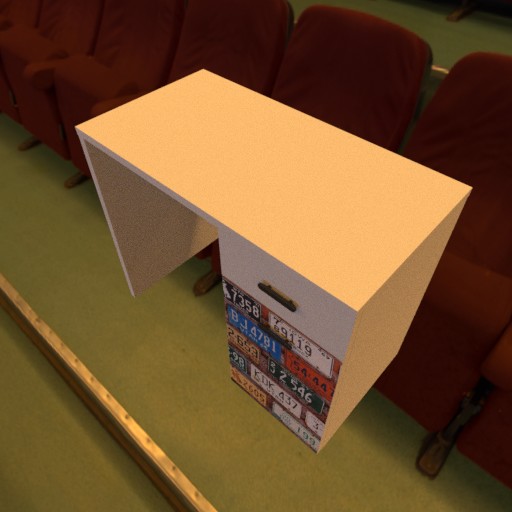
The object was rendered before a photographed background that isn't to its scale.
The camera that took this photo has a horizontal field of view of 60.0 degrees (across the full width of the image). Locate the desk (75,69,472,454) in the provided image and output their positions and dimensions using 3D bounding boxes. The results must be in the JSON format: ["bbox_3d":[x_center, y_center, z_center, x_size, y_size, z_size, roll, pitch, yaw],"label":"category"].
[{"bbox_3d":[0.000,0.000,1.363,0.898,0.730,0.482,34,56,27],"label":"desk"}]
